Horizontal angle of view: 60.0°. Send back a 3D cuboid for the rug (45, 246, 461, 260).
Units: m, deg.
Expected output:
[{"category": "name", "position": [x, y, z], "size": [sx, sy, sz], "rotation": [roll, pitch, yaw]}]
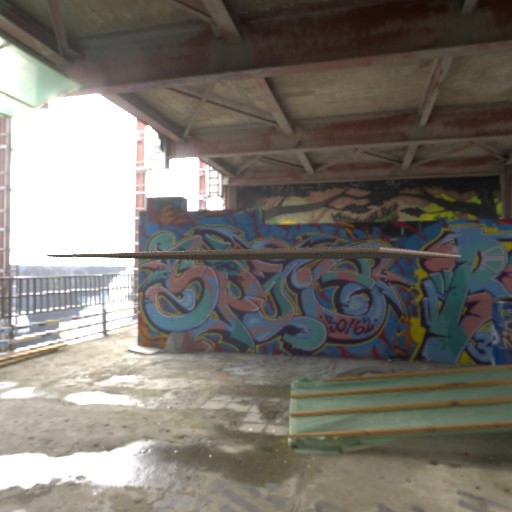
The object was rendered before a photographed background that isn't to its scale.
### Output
[{"category": "rug", "position": [0.000, 0.000, 2.732], "size": [2.081, 0.020, 1.525], "rotation": [-1, -1, 34]}]
